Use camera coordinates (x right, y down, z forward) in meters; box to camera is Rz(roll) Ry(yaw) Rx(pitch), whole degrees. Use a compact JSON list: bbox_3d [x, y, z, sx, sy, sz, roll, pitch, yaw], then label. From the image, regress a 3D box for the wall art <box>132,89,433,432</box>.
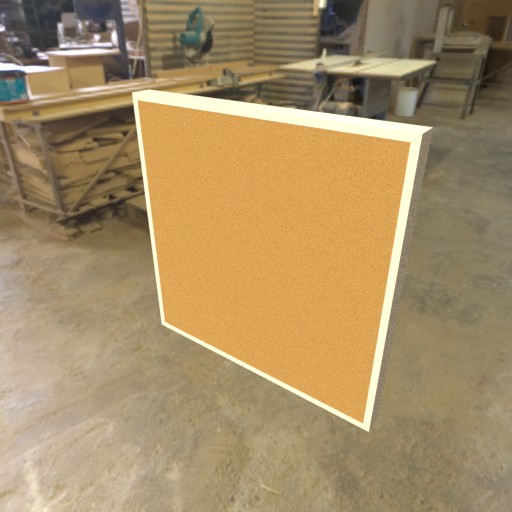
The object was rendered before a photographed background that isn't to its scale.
[{"bbox_3d":[0.000,0.000,0.785,0.509,0.509,0.040,19,34,31],"label":"wall art"}]
